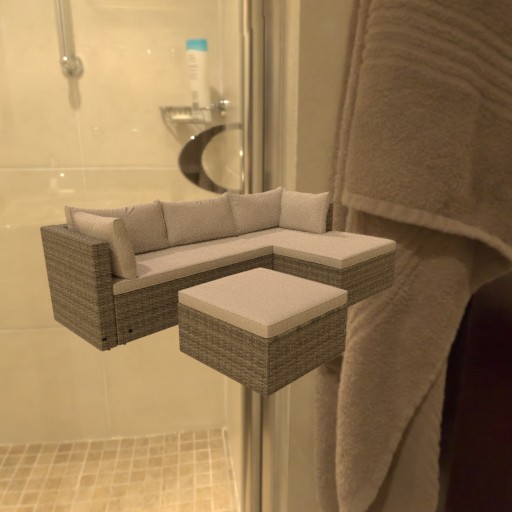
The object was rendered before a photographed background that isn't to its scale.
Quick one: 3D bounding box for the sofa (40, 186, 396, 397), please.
[{"bbox_3d":[0.000,0.000,3.039,1.662,0.766,2.192,14,20,42],"label":"sofa"}]
